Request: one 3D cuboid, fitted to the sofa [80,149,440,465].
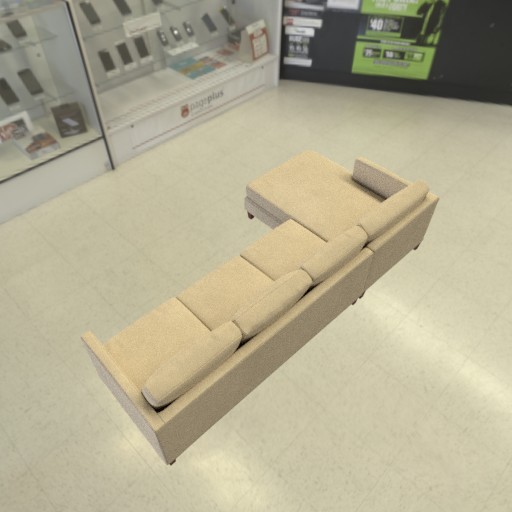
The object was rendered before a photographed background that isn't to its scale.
[{"bbox_3d":[0.000,0.000,3.944,3.186,0.846,1.625,-35,56,-28],"label":"sofa"}]
